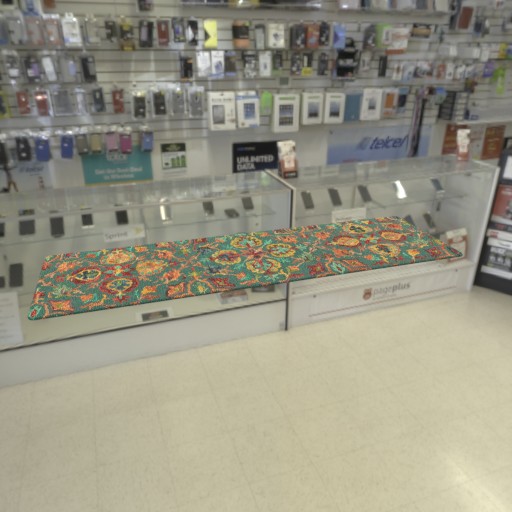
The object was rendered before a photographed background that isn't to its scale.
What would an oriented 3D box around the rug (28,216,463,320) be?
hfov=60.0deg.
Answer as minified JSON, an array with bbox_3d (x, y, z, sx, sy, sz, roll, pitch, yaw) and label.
[{"bbox_3d":[0.000,0.000,2.518,2.286,0.013,0.686,-7,26,-16],"label":"rug"}]
